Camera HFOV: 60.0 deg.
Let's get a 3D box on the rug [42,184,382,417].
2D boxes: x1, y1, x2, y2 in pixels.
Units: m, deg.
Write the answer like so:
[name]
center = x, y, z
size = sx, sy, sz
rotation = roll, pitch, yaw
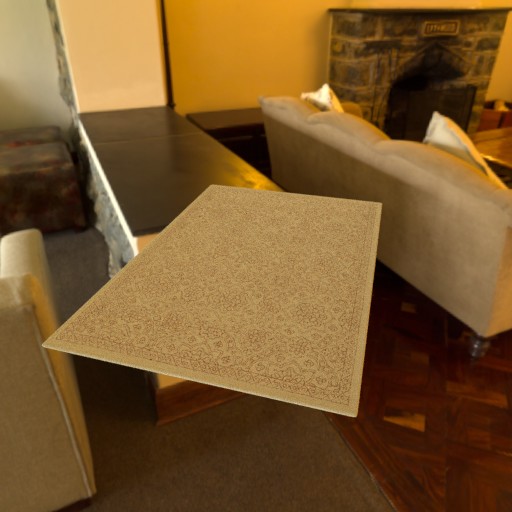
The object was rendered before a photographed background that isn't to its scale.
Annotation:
[rug]
center = 0.000, 0.000, 2.346
size = 1.219, 0.010, 1.829
rotation = 8, 31, 14
